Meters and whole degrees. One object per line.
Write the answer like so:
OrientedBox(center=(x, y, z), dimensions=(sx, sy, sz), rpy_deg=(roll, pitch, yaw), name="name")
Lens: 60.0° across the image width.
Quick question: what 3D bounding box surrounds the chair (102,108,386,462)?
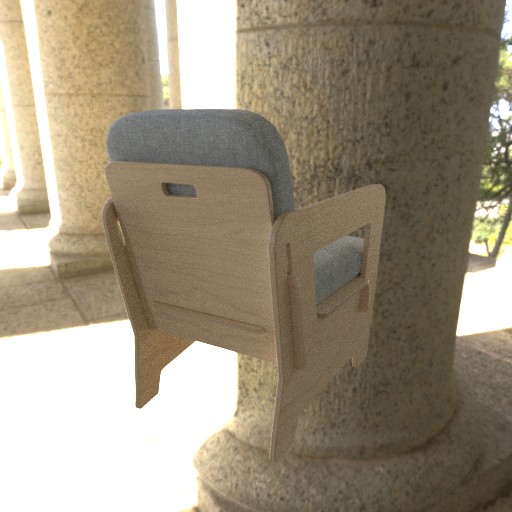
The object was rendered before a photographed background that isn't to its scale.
OrientedBox(center=(0.000, 0.000, 1.290), dimensions=(0.590, 0.800, 0.710), rpy_deg=(9, 19, 27), name="chair")
